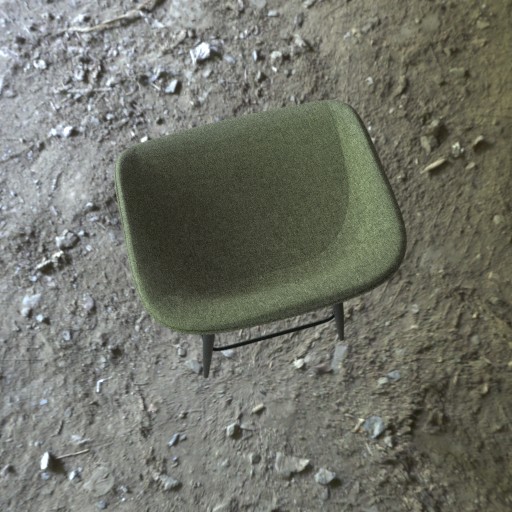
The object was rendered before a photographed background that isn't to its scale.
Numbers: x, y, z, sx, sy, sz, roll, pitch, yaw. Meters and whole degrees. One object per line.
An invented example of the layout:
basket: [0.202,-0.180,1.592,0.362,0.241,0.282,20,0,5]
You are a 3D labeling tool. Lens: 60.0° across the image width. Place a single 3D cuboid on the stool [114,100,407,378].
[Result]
stool: [0.000,0.000,1.097,0.469,0.814,0.480,-14,75,-4]
